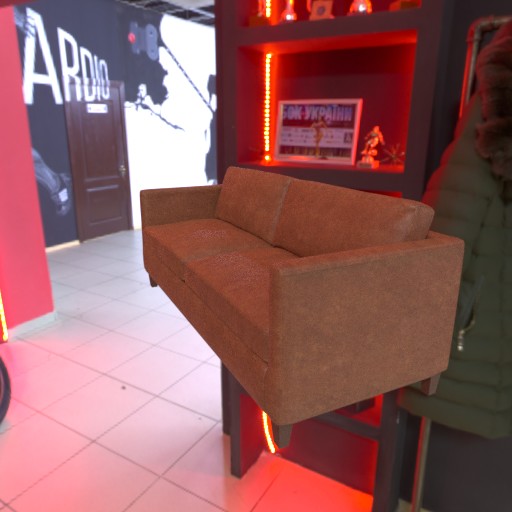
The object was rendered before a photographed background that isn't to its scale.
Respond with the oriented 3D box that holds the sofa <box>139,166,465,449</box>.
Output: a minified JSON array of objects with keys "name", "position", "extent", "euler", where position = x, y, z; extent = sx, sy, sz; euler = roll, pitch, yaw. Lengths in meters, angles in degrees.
[{"name":"sofa","position":[0.000,0.000,2.711],"extent":[0.950,0.932,2.204],"euler":[-8,18,-25]}]
